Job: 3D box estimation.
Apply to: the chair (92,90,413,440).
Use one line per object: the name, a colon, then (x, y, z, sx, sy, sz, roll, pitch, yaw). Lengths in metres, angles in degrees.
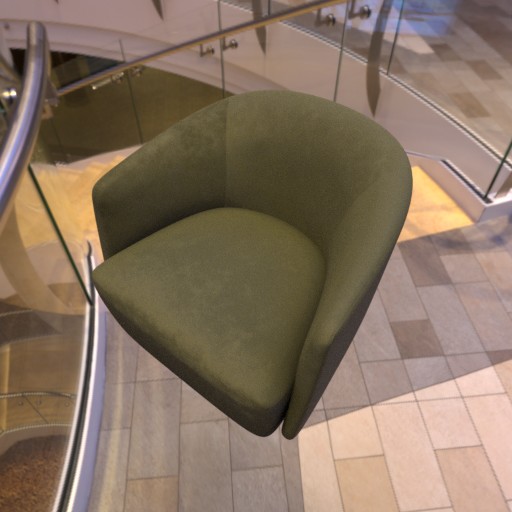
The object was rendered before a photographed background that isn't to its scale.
chair: (0.000, 0.000, 1.327, 0.773, 0.698, 0.767, 30, 54, 25)
